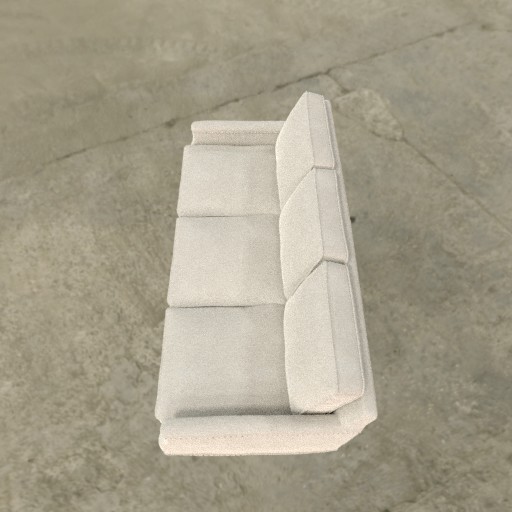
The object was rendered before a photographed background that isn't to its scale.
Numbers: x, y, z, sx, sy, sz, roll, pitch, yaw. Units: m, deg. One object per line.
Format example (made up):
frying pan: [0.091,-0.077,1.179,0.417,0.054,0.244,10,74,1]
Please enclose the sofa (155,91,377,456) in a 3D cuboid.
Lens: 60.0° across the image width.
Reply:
sofa: [0.000,0.000,2.830,1.084,1.003,2.246,0,57,0]
